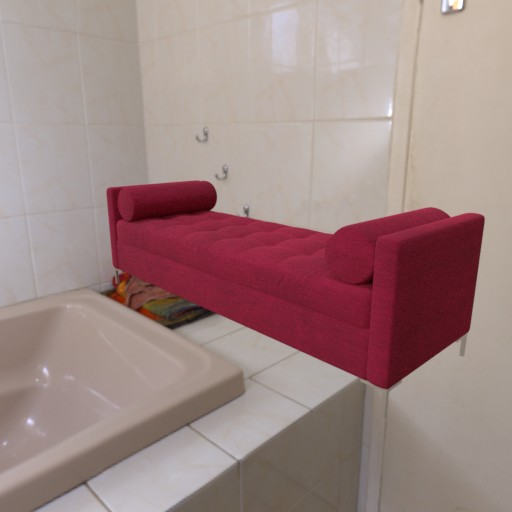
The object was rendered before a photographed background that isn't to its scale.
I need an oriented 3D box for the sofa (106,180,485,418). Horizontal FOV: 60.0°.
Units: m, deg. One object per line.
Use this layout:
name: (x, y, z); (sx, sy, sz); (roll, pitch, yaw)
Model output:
sofa: (0.000, 0.000, 2.328); (0.686, 0.635, 1.981); (-14, 20, -41)
